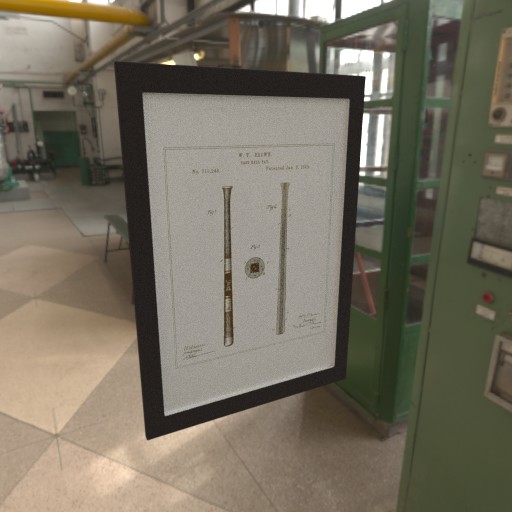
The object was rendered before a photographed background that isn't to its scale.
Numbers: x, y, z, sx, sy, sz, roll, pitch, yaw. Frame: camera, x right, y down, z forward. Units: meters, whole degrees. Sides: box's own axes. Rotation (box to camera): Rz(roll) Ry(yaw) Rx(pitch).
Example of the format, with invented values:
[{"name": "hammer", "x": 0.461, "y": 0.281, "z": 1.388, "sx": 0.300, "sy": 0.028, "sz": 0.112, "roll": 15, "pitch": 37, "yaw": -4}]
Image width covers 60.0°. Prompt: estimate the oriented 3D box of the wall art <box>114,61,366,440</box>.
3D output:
[{"name": "wall art", "x": 0.000, "y": 0.000, "z": 0.679, "sx": 0.374, "sy": 0.529, "sz": 0.012, "roll": -8, "pitch": 19, "yaw": -26}]
